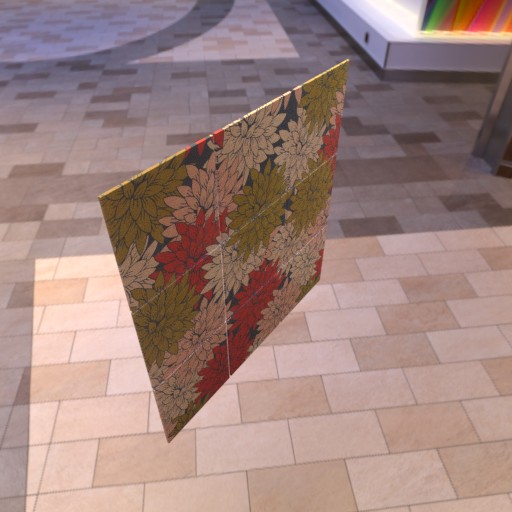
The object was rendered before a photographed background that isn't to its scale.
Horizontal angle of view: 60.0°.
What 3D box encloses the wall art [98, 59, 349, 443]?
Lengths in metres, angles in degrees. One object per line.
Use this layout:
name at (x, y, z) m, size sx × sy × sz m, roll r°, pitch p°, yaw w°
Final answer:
wall art at (0.000, 0.000, 2.257) m, size 0.013 × 1.534 × 1.519 m, roll 27°, pitch 48°, yaw 27°
